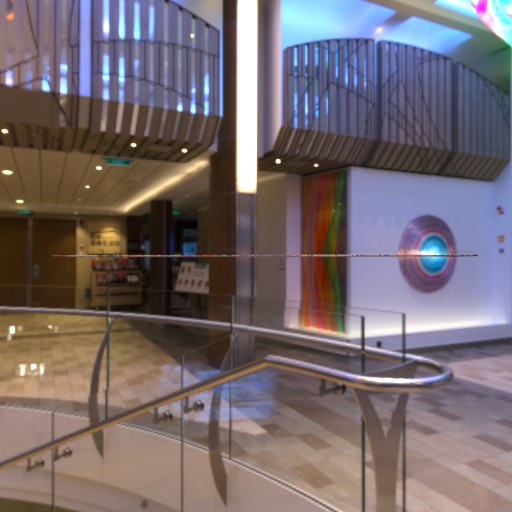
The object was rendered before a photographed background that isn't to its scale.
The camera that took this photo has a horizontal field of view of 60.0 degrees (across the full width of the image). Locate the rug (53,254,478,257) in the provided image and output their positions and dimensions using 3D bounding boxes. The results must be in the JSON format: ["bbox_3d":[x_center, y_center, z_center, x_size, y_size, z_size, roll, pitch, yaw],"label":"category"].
[{"bbox_3d":[0.000,0.000,2.734,2.362,0.008,0.832,0,0,18],"label":"rug"}]
